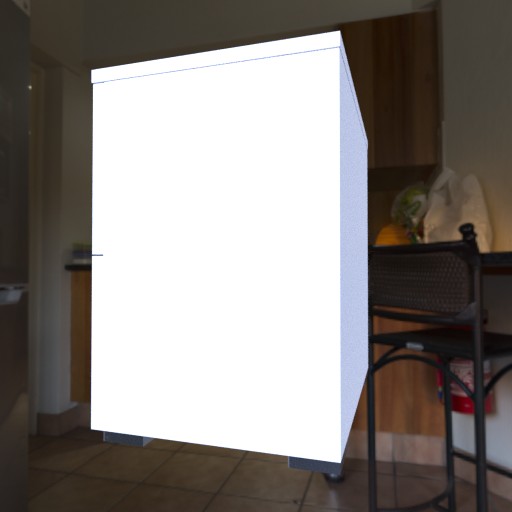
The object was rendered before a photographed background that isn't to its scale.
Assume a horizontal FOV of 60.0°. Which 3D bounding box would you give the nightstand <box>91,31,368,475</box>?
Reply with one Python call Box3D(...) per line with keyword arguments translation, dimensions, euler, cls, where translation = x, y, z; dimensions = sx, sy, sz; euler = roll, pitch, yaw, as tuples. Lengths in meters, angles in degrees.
Box3D(translation=(0.000, 0.000, 0.718), dimensions=(0.325, 0.460, 0.441), euler=(0, -1, 18), cls="nightstand")
